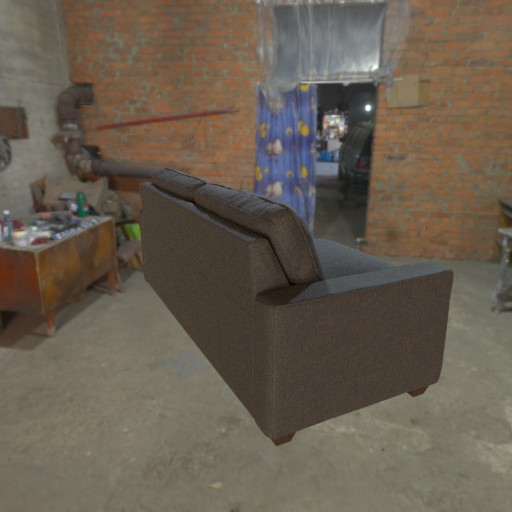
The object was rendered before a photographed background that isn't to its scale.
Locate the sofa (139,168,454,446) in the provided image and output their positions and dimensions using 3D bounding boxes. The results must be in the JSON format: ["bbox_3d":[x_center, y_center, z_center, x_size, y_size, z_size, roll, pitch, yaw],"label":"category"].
[{"bbox_3d":[0.000,0.000,2.618,0.940,0.919,2.080,-8,19,-25],"label":"sofa"}]
